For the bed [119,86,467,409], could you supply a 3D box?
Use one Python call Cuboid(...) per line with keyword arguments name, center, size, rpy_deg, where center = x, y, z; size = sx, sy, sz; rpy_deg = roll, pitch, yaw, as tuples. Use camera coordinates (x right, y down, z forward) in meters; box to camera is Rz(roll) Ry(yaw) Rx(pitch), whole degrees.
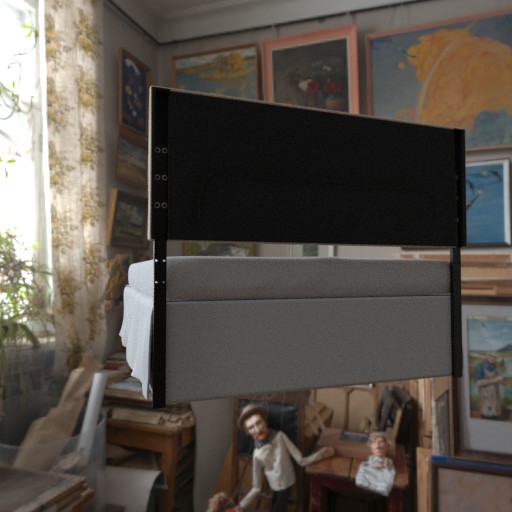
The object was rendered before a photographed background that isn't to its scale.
Cuboid(name="bed", center=(0.000, 0.000, 2.910), size=(1.643, 1.270, 1.978), rpy_deg=(1, -2, -20))
